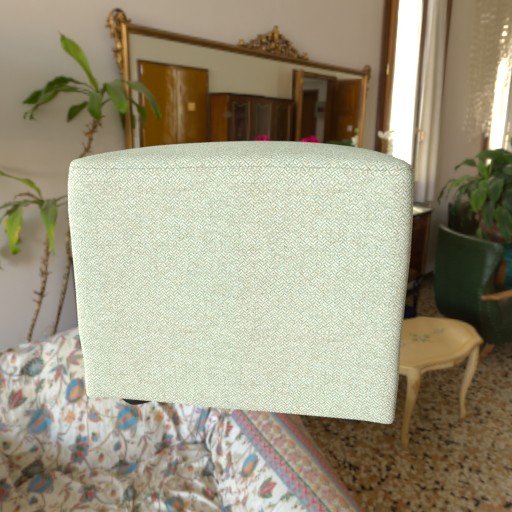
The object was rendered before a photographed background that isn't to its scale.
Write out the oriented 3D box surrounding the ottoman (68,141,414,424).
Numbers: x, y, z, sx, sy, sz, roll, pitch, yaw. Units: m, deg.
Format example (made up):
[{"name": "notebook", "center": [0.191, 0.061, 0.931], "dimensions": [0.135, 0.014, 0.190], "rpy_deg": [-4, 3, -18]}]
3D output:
[{"name": "ottoman", "center": [0.000, 0.000, 0.903], "dimensions": [0.512, 0.453, 0.521], "rpy_deg": [2, 15, 8]}]
